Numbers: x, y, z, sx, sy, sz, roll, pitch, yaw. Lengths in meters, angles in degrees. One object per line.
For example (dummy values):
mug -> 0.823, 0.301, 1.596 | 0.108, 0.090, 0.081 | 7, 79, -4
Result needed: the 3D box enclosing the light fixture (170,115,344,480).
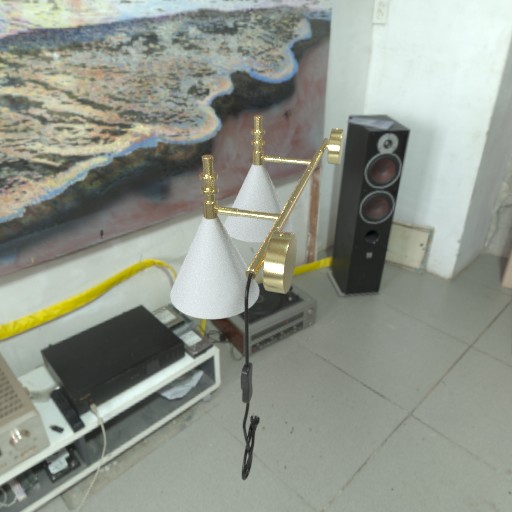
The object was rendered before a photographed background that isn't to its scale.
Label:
light fixture -> 0.000, 0.000, 0.874 | 0.239, 0.468, 0.642 | 8, 31, 14
